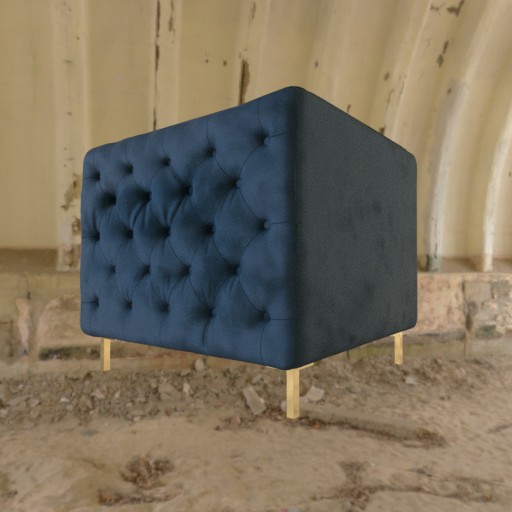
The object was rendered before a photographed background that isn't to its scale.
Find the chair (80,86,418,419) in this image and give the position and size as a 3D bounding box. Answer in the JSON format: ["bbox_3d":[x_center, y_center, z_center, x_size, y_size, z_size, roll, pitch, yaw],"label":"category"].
[{"bbox_3d":[0.000,0.000,1.552,0.877,0.771,0.868,-1,-1,38],"label":"chair"}]
